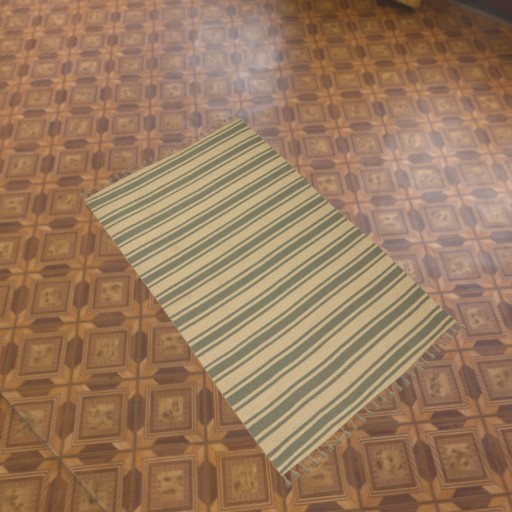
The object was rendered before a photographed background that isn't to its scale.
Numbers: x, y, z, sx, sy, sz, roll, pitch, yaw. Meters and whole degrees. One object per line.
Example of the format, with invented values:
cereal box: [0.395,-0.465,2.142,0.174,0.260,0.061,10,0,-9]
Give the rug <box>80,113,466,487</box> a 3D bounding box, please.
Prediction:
rug: [0.000,0.000,2.555,1.222,0.009,2.084,-33,64,-18]
